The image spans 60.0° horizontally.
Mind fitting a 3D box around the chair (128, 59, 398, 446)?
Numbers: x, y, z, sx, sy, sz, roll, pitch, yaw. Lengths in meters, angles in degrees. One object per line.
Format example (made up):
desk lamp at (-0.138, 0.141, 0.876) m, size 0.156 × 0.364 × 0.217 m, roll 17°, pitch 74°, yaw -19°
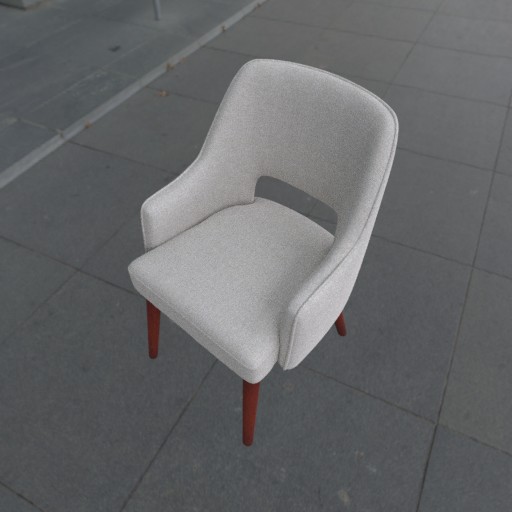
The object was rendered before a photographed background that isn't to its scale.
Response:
chair at (0.000, 0.000, 1.218) m, size 0.560 × 0.840 × 0.580 m, roll 33°, pitch 55°, yaw 27°
